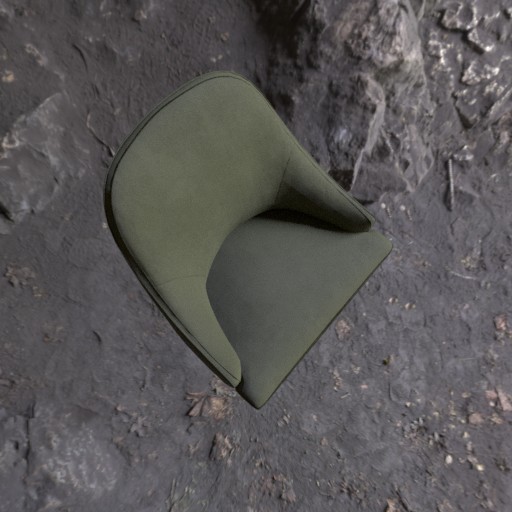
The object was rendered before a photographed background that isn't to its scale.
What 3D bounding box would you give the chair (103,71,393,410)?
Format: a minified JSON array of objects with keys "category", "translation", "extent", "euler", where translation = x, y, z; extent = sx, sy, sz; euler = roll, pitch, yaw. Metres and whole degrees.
[{"category":"chair","translation":[0.000,0.000,1.268],"extent":[0.575,0.889,0.643],"euler":[40,78,11]}]
